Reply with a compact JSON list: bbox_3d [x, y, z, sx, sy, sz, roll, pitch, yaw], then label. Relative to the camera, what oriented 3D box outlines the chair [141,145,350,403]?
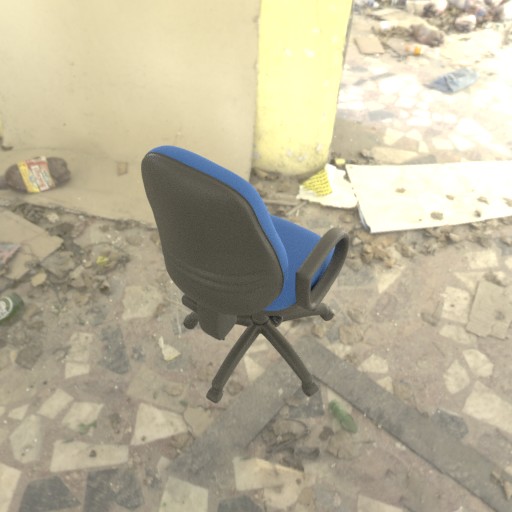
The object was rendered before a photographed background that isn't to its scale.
[{"bbox_3d":[0.000,0.000,1.279,0.552,0.905,0.549,24,50,22],"label":"chair"}]
